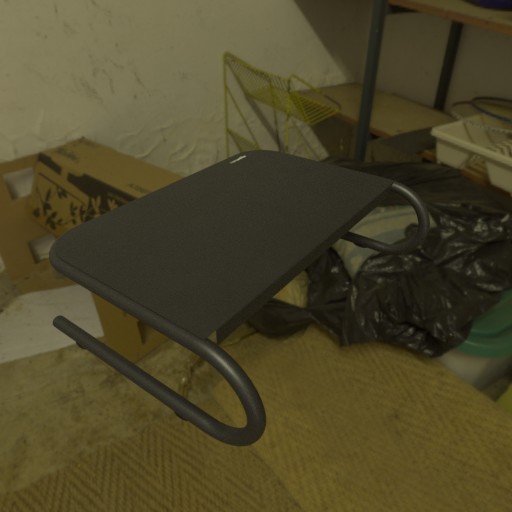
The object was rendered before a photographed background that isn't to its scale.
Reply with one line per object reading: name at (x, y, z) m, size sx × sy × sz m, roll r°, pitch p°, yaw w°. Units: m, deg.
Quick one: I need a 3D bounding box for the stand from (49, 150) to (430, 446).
stand at (0.000, 0.000, 0.510) m, size 0.280 × 0.108 × 0.370 m, roll 22°, pitch 39°, yaw 30°
